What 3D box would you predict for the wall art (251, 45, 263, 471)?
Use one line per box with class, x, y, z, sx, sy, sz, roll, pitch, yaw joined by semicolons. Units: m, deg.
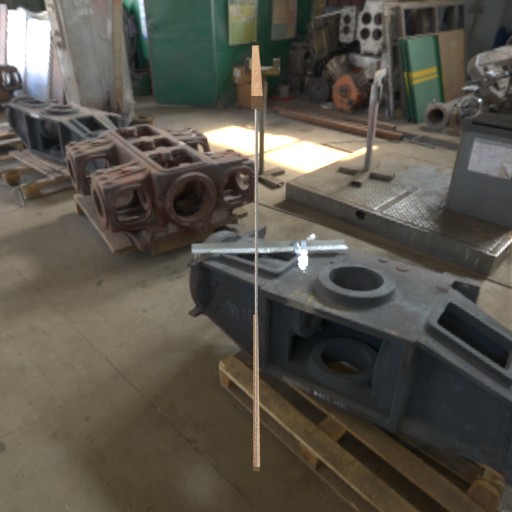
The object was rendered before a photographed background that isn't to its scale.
wall art;0.000;0.000;1.905;0.028;1.533;0.999;0;32;0
